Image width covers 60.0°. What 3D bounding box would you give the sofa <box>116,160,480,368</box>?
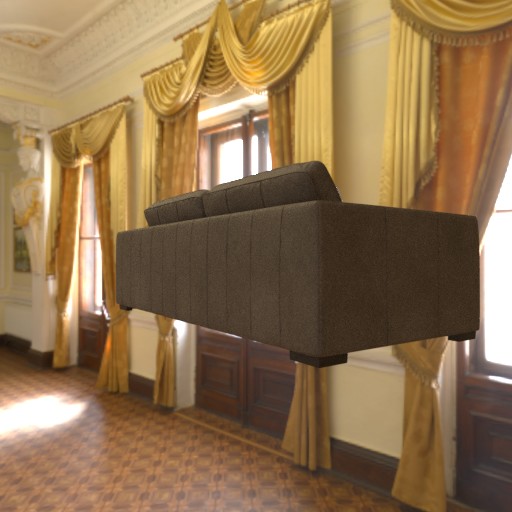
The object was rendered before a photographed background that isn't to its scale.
[{"bbox_3d":[0.000,0.000,2.725,1.070,0.801,2.262,0,0,-35],"label":"sofa"}]
